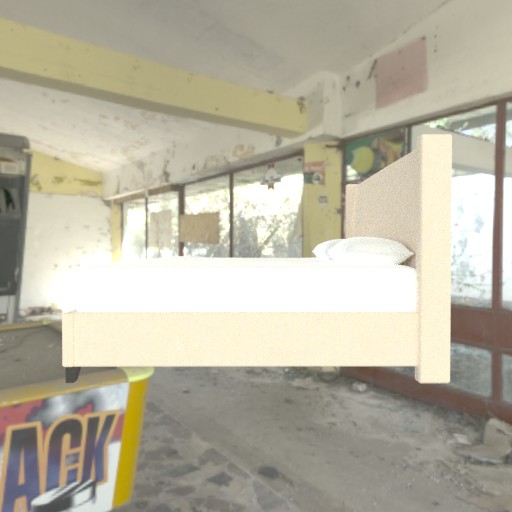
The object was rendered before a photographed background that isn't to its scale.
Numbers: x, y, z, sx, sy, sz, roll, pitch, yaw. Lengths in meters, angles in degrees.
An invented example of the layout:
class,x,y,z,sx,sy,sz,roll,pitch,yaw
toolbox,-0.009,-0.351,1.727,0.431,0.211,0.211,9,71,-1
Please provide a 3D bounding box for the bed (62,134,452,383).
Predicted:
class,x,y,z,sx,sy,sz,roll,pitch,yaw
bed,0.000,0.000,3.664,2.293,1.471,2.145,0,1,0
